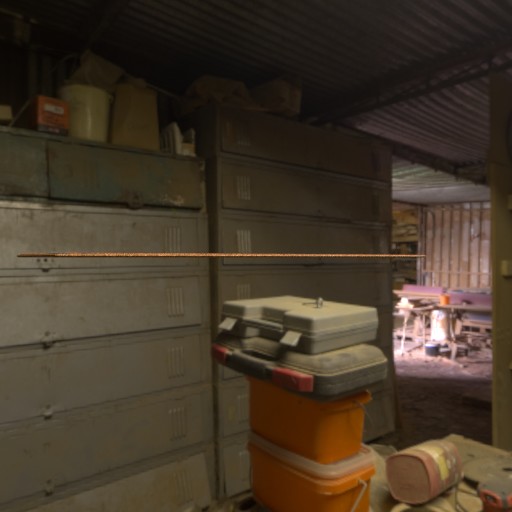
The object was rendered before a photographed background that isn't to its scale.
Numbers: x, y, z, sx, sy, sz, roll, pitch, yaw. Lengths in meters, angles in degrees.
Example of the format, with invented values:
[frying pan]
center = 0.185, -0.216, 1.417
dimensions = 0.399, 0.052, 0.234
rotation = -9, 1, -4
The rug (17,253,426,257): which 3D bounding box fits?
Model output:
[rug]
center = 0.000, 0.000, 1.982
dimensions = 1.820, 0.013, 0.556
rotation = 0, 0, -38
